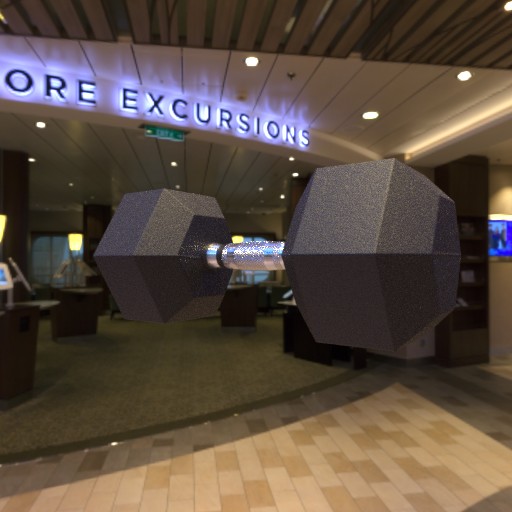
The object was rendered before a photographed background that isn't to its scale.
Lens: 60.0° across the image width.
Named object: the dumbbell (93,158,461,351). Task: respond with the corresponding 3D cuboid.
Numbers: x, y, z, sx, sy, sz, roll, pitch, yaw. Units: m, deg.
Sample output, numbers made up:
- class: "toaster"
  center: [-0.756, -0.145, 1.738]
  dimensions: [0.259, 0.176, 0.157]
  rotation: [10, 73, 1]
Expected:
- class: "dumbbell"
  center: [0.000, 0.000, 0.472]
  dimensions: [0.384, 0.150, 0.173]
  rotation: [0, -1, 35]
